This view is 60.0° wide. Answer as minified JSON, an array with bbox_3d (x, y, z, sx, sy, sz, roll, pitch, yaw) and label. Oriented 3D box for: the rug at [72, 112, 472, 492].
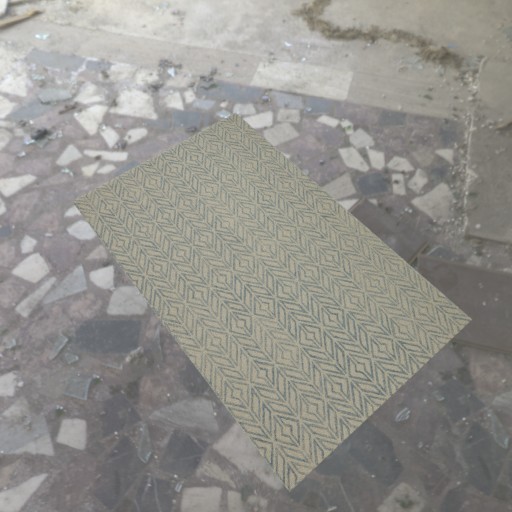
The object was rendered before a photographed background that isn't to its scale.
[{"bbox_3d":[0.000,0.000,3.036,1.526,0.008,2.441,-35,65,-19],"label":"rug"}]
